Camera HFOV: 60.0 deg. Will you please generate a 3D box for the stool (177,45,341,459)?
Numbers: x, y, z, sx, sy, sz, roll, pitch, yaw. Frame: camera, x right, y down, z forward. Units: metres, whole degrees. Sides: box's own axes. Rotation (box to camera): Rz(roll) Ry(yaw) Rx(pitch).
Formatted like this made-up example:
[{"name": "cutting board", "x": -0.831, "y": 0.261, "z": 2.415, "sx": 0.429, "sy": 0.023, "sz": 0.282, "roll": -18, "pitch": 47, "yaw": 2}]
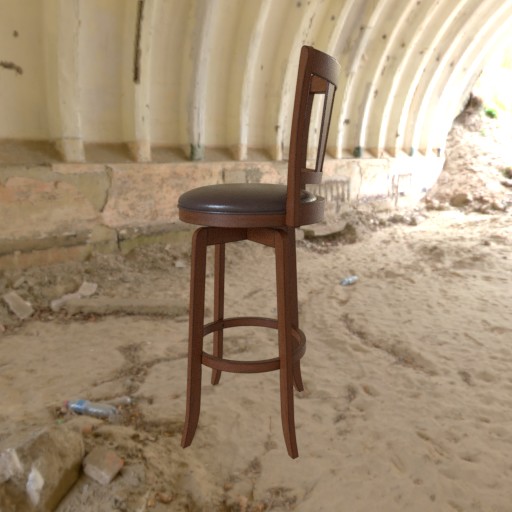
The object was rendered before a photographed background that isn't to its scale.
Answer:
[{"name": "stool", "x": 0.000, "y": 0.000, "z": 1.459, "sx": 0.503, "sy": 1.177, "sz": 0.464, "roll": 2, "pitch": 13, "yaw": 8}]
